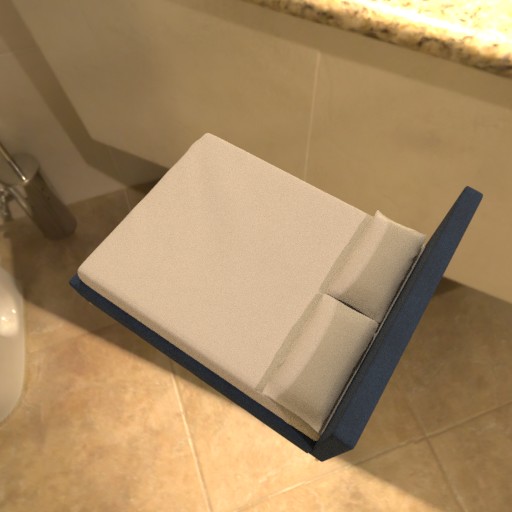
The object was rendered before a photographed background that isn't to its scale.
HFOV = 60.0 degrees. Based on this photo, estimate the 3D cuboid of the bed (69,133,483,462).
[{"bbox_3d":[0.000,0.000,3.131,2.172,1.231,1.723,30,66,15],"label":"bed"}]
